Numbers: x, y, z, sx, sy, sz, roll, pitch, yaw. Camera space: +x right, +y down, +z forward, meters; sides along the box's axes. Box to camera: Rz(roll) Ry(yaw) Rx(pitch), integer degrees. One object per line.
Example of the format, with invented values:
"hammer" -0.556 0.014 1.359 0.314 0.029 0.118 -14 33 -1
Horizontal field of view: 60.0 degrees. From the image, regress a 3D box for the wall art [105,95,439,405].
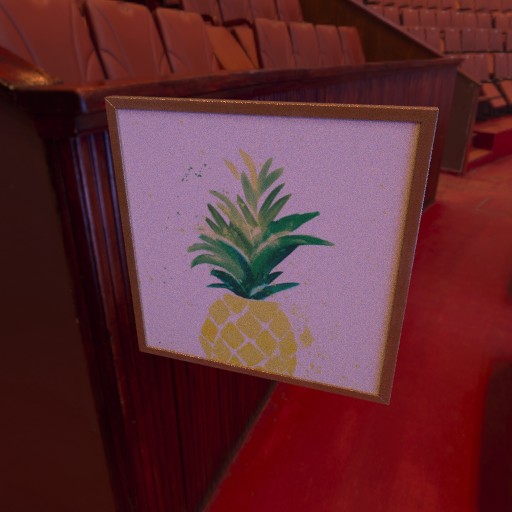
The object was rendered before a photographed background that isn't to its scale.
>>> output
"wall art" 0.000 0.000 1.150 0.762 0.760 0.037 8 26 16
